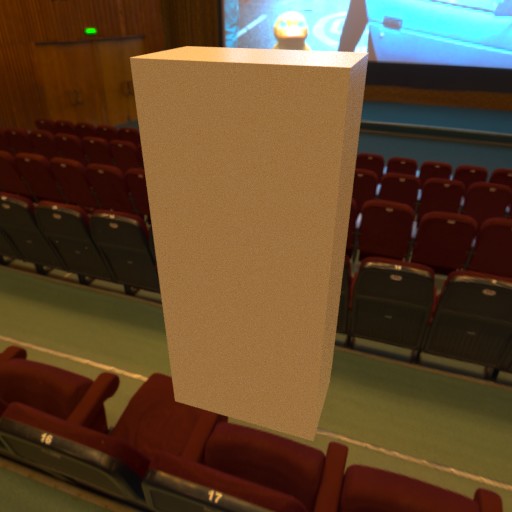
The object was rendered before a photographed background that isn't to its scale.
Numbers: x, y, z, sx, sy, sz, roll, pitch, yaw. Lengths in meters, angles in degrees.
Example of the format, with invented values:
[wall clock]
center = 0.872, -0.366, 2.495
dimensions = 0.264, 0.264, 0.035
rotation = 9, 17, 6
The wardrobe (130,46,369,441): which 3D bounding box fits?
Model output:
[wardrobe]
center = 0.000, 0.000, 2.043
dimensions = 0.760, 1.700, 0.470
rotation = 10, 32, 17
